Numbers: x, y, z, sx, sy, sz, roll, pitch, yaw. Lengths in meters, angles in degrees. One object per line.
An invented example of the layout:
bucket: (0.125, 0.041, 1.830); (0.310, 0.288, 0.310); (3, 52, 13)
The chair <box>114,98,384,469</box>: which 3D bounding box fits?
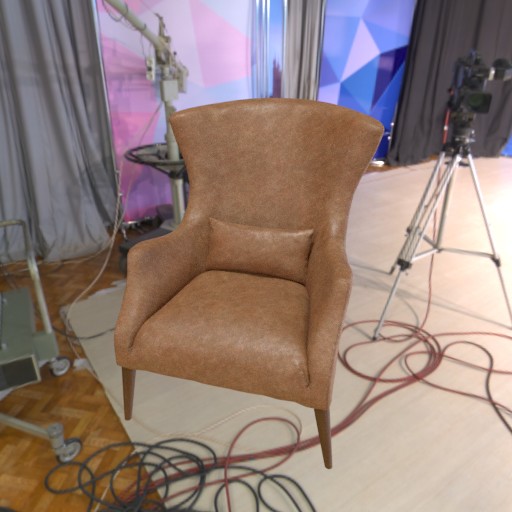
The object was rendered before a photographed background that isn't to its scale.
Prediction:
chair: (0.000, 0.000, 1.743); (0.846, 1.067, 0.955); (8, 28, 15)
